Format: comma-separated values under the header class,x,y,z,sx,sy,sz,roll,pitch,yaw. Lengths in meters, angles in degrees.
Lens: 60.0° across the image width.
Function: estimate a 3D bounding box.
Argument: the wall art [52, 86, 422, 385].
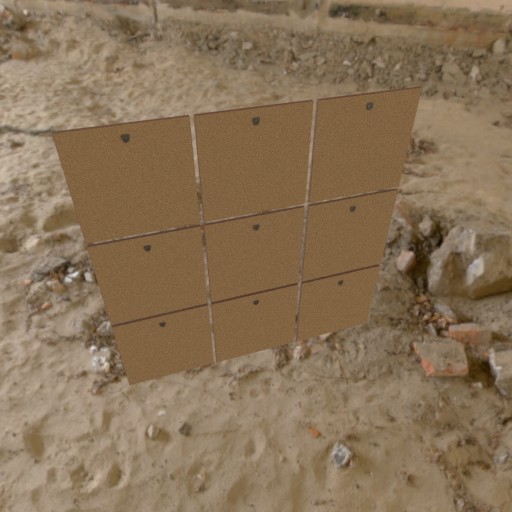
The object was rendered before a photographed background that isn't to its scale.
class,x,y,z,sx,sy,sz,roll,pitch,yaw
wall art,0.000,0.000,1.792,1.221,1.218,0.019,-12,41,-14
